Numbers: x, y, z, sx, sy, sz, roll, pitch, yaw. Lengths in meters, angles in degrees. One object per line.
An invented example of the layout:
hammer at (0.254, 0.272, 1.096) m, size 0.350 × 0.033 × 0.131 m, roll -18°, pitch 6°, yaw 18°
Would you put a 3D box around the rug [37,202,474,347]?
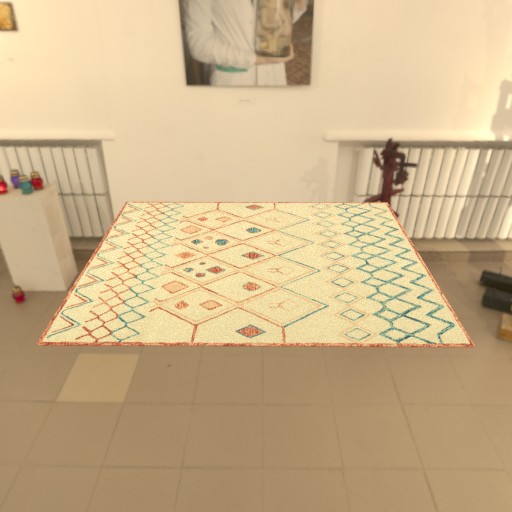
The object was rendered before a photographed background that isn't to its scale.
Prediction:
rug at (0.000, 0.000, 4.126) m, size 3.050 × 0.016 × 2.441 m, roll 0°, pitch 31°, yaw 0°
